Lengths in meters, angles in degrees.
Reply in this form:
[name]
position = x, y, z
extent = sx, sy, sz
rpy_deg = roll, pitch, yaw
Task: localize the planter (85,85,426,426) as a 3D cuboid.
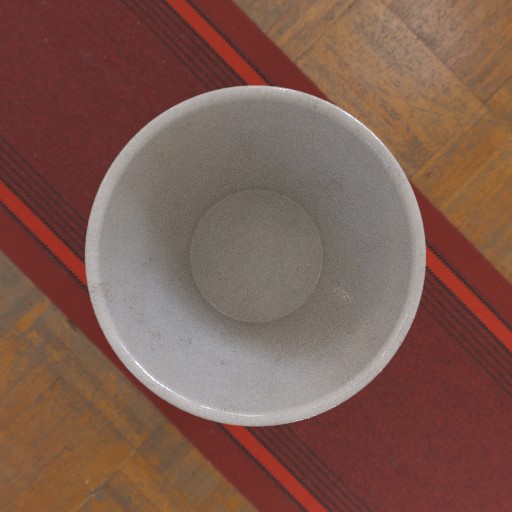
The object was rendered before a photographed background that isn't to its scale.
[planter]
position = 0.000, 0.000, 0.447
extent = 0.260, 0.220, 0.260
rpy_deg = 0, 90, 0
